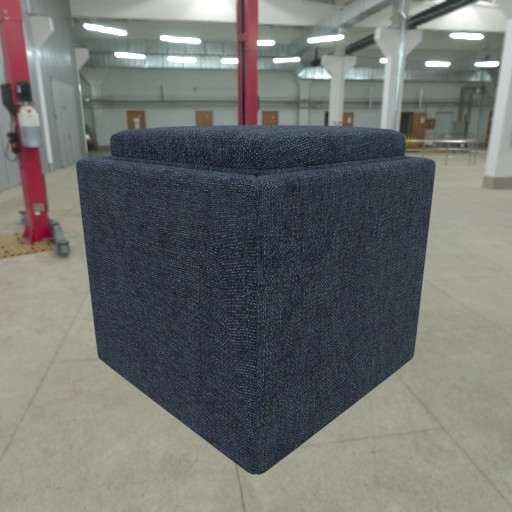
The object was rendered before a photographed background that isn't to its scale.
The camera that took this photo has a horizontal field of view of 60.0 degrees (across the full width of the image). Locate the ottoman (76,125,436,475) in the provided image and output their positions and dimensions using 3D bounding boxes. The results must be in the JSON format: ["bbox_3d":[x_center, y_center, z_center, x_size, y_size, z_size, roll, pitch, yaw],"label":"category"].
[{"bbox_3d":[0.000,0.000,0.813,0.450,0.460,0.450,16,23,43],"label":"ottoman"}]
